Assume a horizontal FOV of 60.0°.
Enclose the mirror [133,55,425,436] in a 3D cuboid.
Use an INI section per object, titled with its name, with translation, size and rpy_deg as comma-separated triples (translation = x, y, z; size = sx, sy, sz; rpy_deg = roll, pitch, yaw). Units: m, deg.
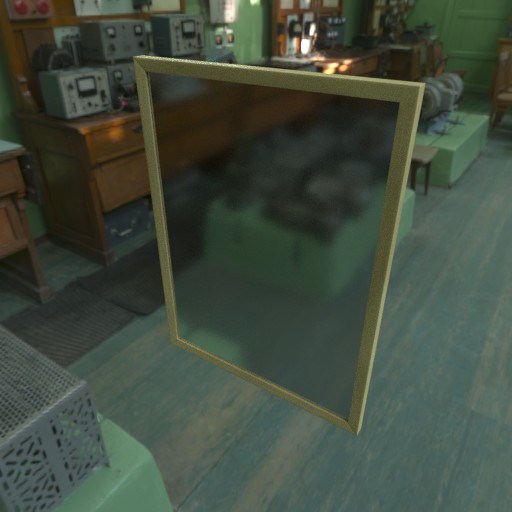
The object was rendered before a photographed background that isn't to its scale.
[mirror]
translation = 0.000, 0.000, 1.286
size = 0.762, 1.016, 0.040
rpy_deg = 19, 36, 28
